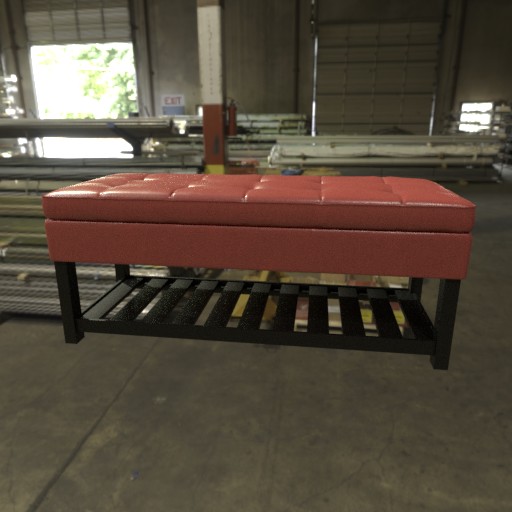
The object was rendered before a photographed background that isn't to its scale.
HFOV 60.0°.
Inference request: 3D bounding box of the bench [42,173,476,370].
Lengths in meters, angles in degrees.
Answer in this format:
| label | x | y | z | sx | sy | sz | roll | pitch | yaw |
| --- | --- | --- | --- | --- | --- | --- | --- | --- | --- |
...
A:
| label | x | y | z | sx | sy | sz | roll | pitch | yaw |
| --- | --- | --- | --- | --- | --- | --- | --- | --- | --- |
| bench | 0.000 | 0.000 | 1.357 | 1.105 | 0.460 | 0.432 | 2 | 17 | 7 |
